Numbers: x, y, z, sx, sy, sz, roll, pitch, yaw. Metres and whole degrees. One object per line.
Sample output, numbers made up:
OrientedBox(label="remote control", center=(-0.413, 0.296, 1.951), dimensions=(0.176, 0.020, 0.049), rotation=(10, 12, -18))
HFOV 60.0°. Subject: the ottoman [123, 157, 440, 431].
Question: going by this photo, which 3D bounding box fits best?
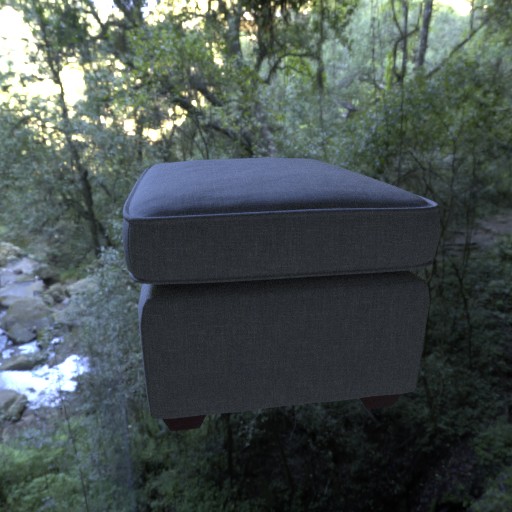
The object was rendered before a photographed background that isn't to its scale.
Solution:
OrientedBox(label="ottoman", center=(0.000, 0.000, 1.111), dimensions=(0.559, 0.457, 0.762), rotation=(-3, 18, -9))
